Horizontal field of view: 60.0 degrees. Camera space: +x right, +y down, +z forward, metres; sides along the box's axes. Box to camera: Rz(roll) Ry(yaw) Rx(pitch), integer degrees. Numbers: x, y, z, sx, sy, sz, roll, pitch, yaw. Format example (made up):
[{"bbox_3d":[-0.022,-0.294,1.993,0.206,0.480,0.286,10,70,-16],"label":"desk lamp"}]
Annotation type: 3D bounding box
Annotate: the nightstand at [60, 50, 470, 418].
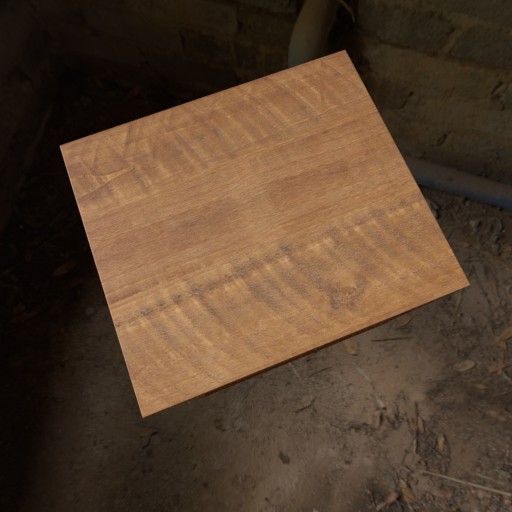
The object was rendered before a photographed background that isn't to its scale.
[{"bbox_3d":[0.000,0.000,0.899,0.493,0.491,0.436,-21,75,-6],"label":"nightstand"}]
